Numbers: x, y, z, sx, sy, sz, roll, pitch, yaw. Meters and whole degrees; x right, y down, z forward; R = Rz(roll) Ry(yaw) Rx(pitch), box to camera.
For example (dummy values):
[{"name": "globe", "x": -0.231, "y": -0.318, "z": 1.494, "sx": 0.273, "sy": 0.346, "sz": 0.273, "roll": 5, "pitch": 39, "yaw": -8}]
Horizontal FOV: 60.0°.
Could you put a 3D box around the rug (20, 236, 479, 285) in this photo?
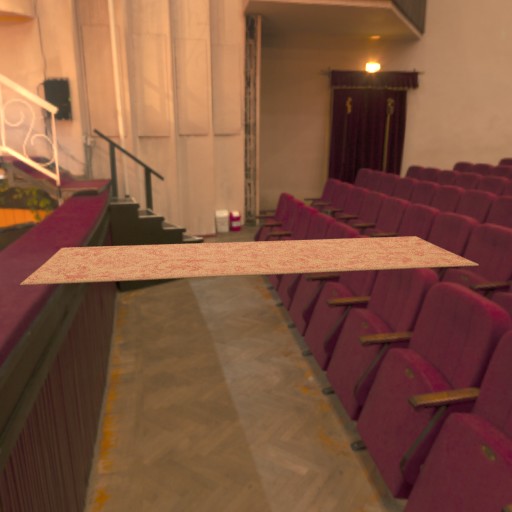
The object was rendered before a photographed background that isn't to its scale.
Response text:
[{"name": "rug", "x": 0.000, "y": 0.000, "z": 2.418, "sx": 2.196, "sy": 0.011, "sz": 0.662, "roll": -2, "pitch": 15, "yaw": -8}]
